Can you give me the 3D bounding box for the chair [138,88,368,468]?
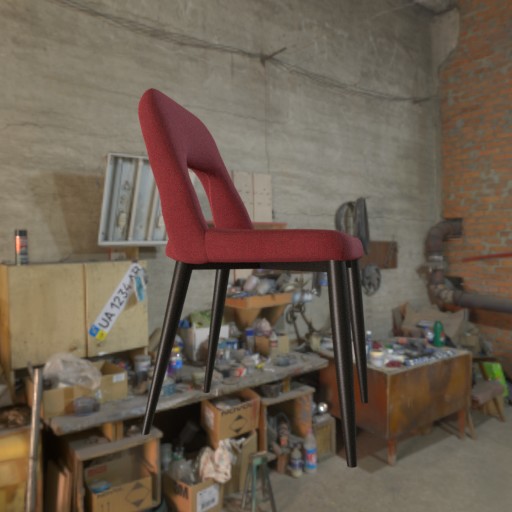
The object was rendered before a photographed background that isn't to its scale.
[{"bbox_3d":[0.000,0.000,1.202,0.569,0.892,0.483,0,0,17],"label":"chair"}]
